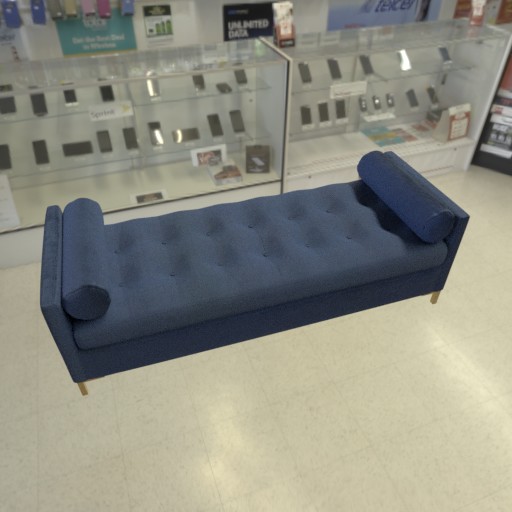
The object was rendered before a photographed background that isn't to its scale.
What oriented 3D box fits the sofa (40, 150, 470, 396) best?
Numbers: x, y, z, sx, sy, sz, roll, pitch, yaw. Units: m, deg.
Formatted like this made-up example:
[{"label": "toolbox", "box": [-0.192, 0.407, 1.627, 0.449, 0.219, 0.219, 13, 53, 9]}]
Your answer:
[{"label": "sofa", "box": [0.000, 0.000, 2.487, 2.102, 0.705, 0.796, -12, 41, -14]}]
